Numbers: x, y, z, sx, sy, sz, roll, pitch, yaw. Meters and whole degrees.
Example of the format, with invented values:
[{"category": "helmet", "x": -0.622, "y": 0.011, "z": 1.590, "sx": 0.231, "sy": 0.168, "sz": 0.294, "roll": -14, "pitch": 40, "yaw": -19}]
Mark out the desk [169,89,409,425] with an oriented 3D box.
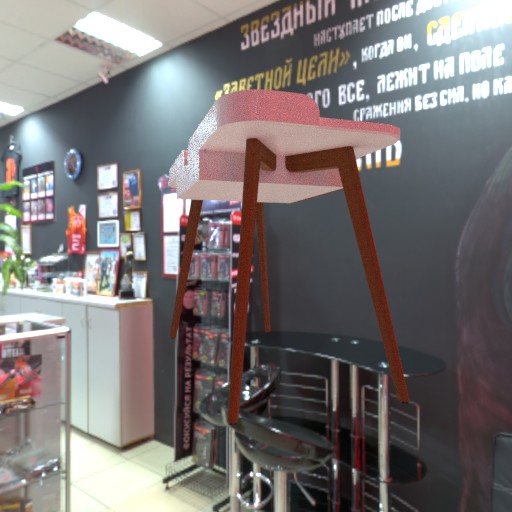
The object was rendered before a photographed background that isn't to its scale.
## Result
[{"category": "desk", "x": 0.000, "y": 0.000, "z": 1.690, "sx": 0.534, "sy": 0.807, "sz": 1.206, "roll": 0, "pitch": 0, "yaw": -18}]
